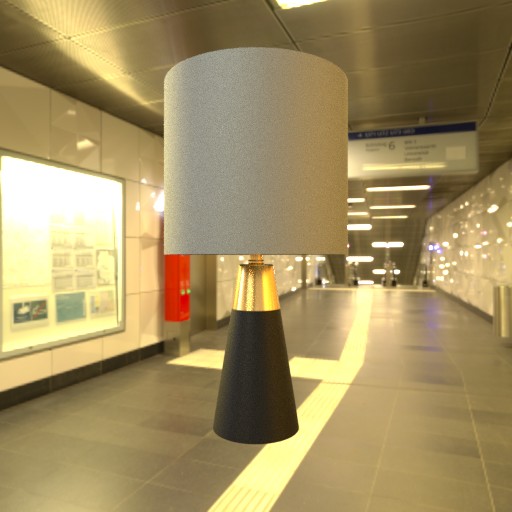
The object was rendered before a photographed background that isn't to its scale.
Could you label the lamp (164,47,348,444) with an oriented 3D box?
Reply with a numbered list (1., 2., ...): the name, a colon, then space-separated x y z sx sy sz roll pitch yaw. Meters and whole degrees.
1. lamp: 0.000 0.000 0.757 0.308 0.580 0.308 0 0 2
